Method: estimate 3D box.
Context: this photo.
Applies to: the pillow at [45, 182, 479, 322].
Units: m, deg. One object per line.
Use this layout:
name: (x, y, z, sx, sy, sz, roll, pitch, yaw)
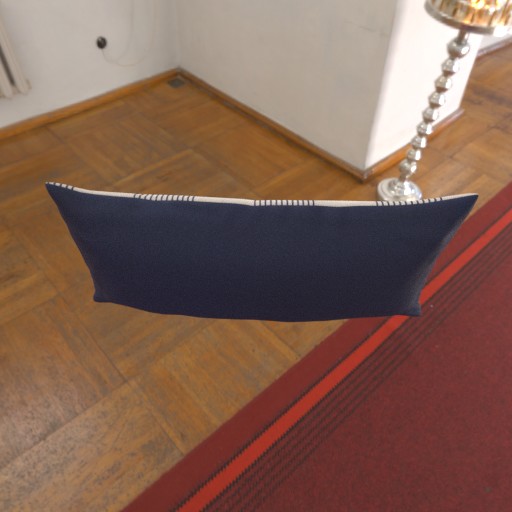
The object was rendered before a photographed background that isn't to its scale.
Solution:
pillow: (0.000, 0.000, 0.722, 0.610, 0.287, 0.151, 2, 47, 2)
